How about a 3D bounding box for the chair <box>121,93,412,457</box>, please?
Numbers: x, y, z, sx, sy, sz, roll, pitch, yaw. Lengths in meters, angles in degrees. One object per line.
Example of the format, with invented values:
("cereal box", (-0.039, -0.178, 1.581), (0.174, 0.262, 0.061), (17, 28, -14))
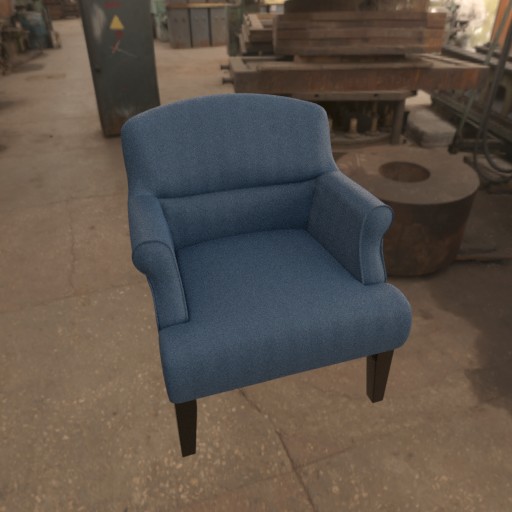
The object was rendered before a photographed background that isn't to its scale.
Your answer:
("chair", (0.000, 0.000, 1.444), (0.770, 0.878, 0.754), (-10, 33, -15))
